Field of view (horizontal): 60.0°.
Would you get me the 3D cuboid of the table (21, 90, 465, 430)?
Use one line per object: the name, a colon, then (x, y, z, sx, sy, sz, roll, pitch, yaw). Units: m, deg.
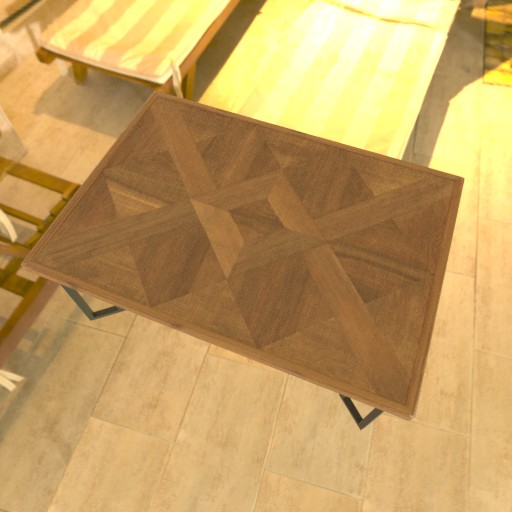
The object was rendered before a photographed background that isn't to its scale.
table: (0.000, 0.000, 1.684, 1.238, 0.492, 0.877, 19, 61, 11)
